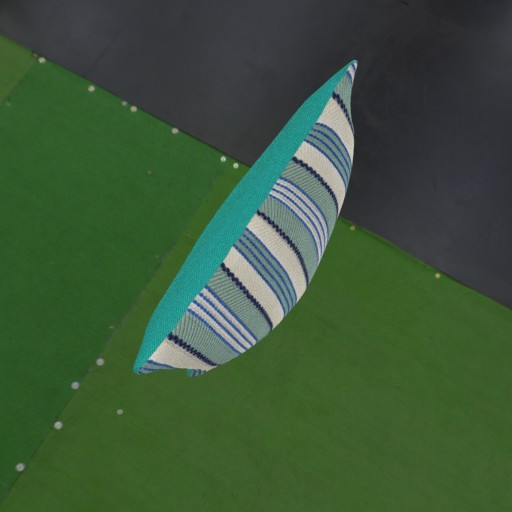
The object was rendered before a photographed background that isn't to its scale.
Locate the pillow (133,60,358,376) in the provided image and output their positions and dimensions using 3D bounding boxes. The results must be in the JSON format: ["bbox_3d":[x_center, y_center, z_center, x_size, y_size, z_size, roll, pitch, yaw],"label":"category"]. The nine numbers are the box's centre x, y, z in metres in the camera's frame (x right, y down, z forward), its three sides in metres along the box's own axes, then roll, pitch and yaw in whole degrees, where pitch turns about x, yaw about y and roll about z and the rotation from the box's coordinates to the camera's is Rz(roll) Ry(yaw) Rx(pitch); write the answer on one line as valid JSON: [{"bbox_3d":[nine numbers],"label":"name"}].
[{"bbox_3d":[0.000,0.000,0.680,0.182,0.441,0.440,32,78,8],"label":"pillow"}]
